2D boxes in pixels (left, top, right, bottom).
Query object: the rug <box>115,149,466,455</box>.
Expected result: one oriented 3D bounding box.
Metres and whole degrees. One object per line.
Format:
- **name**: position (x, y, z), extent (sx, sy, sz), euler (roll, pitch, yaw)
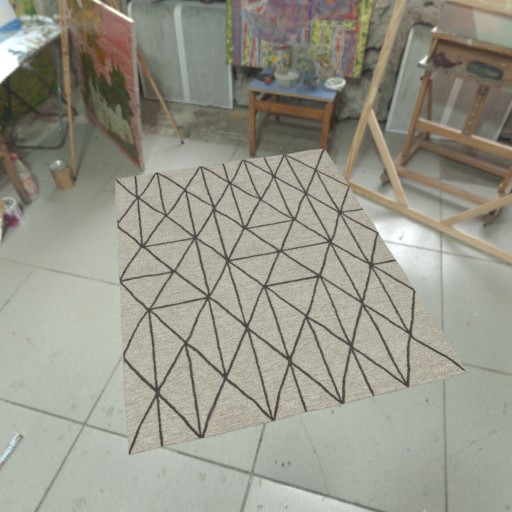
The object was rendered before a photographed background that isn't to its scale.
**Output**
- **rug**: position (0.000, 0.000, 4.072), extent (2.468, 0.022, 3.061), euler (-10, 47, -10)
